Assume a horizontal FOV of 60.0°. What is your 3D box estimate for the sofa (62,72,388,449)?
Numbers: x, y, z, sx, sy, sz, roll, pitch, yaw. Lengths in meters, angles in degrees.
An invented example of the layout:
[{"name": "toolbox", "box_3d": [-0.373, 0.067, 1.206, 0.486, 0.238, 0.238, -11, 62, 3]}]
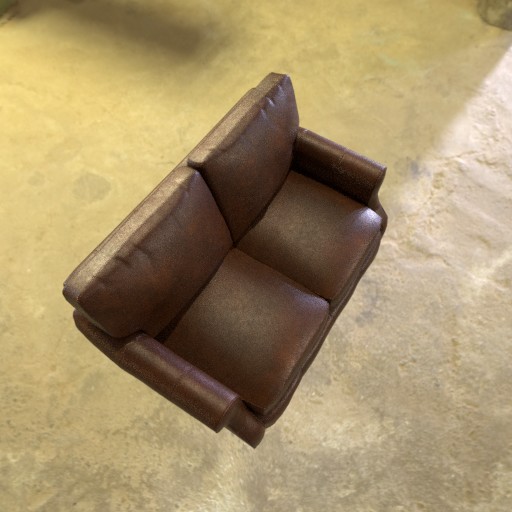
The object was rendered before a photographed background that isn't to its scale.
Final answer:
[{"name": "sofa", "box_3d": [0.000, 0.000, 2.237, 0.990, 0.976, 1.616, 29, 64, 16]}]
